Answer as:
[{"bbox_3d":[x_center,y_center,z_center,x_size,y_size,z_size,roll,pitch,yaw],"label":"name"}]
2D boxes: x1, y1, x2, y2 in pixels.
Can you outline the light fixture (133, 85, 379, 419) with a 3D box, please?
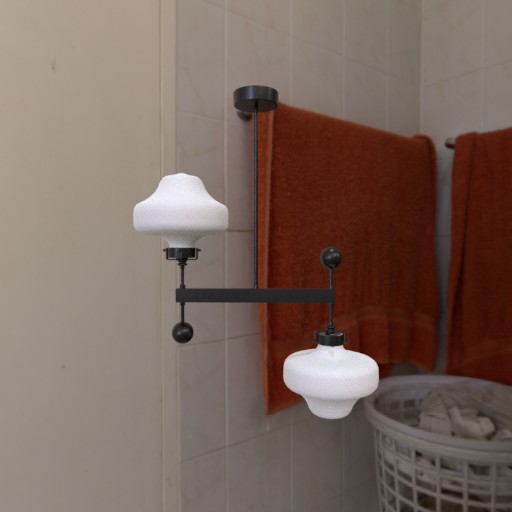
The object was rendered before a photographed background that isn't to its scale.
[{"bbox_3d":[0.000,0.000,1.020,0.489,0.743,0.422,-1,2,-36],"label":"light fixture"}]
